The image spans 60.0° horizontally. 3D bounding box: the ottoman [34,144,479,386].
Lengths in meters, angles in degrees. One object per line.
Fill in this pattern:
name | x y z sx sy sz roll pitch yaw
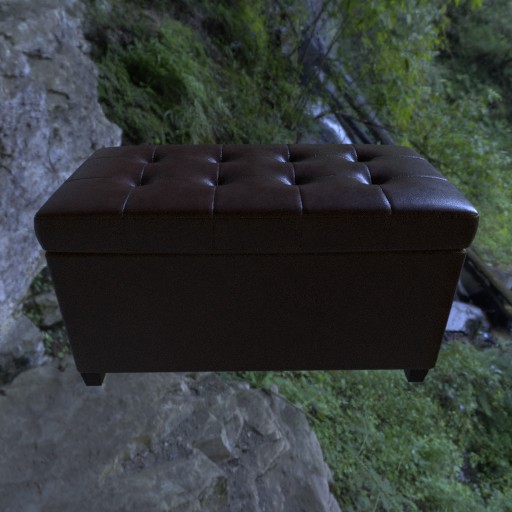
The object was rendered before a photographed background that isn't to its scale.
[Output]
ottoman | 0.000 0.000 1.099 0.838 0.470 0.432 0 31 -1
